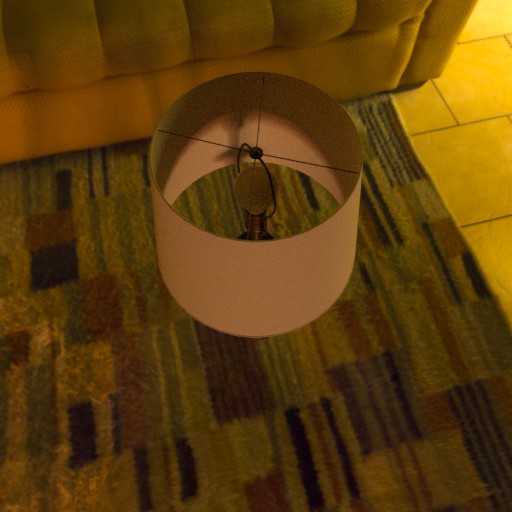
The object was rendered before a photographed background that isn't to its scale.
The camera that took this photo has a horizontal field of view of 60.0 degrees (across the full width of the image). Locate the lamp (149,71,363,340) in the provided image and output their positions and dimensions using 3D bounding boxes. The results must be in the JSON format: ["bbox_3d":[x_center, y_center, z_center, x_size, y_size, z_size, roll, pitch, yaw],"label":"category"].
[{"bbox_3d":[0.000,0.000,0.793,0.331,0.594,0.331,0,64,0],"label":"lamp"}]
